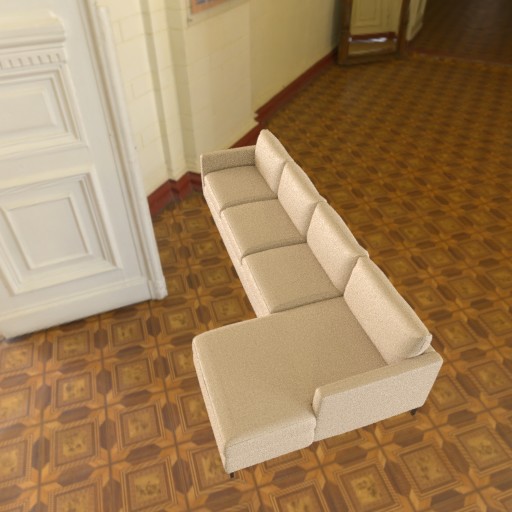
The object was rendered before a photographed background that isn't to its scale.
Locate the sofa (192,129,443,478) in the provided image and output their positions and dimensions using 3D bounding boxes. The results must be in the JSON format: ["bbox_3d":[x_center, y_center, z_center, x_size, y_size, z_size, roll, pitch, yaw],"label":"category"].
[{"bbox_3d":[0.000,0.000,3.303,1.258,0.755,2.731,-12,42,-14],"label":"sofa"}]
